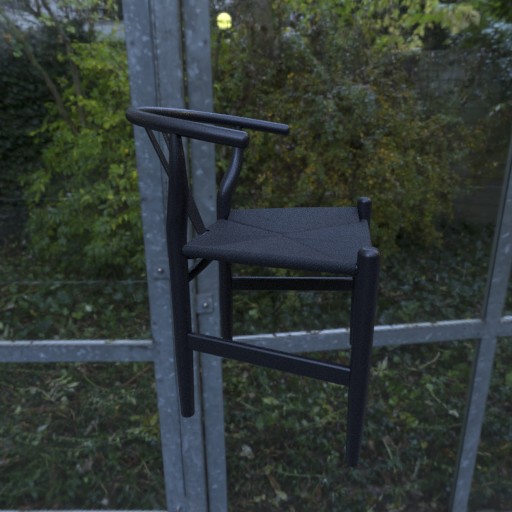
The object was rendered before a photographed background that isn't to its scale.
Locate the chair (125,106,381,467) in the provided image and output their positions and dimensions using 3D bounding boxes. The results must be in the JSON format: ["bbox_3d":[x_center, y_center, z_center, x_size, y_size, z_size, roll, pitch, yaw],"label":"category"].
[{"bbox_3d":[0.000,0.000,1.139,0.579,0.730,0.569,4,18,12],"label":"chair"}]
